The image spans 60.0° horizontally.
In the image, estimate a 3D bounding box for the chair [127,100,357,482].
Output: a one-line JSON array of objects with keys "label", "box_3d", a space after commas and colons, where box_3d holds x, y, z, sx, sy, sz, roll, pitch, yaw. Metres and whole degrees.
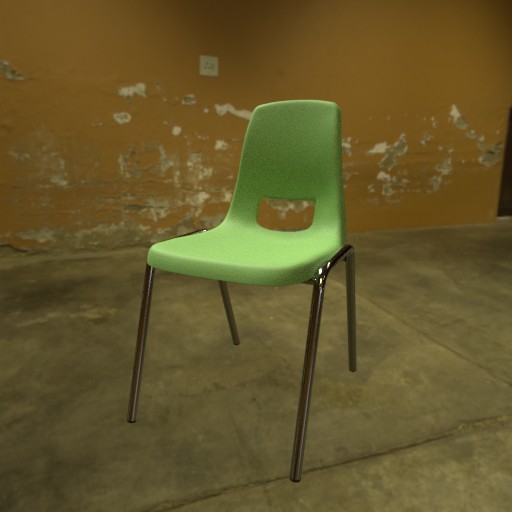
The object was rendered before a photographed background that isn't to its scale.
[{"label": "chair", "box_3d": [0.000, 0.000, 0.931, 0.381, 0.653, 0.436, 7, 16, 26]}]
